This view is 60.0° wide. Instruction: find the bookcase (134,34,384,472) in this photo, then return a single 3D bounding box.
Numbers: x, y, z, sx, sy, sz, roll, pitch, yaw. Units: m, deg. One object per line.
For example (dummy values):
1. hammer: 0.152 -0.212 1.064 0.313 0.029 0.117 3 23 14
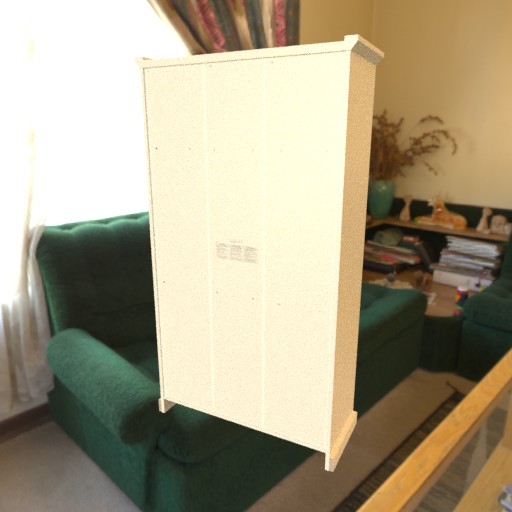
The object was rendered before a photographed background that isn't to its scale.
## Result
1. bookcase: 0.000 0.000 2.250 1.050 1.880 0.432 8 17 26
